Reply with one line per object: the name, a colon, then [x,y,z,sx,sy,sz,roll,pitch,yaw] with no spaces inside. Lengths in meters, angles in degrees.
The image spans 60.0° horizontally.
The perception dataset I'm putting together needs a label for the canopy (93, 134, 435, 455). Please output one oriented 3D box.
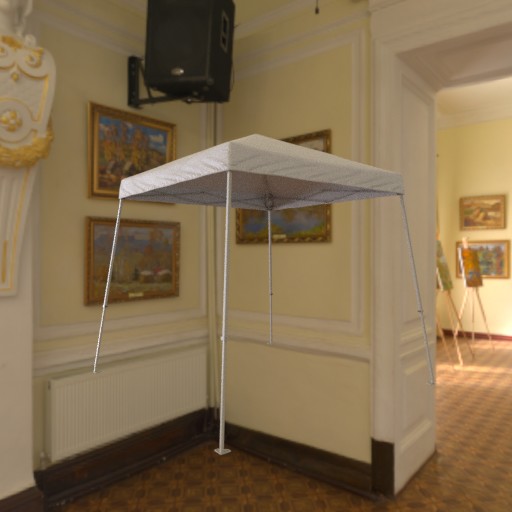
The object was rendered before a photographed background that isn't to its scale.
canopy: [0.000,0.000,6.552,3.600,3.600,3.599,0,0,-38]
